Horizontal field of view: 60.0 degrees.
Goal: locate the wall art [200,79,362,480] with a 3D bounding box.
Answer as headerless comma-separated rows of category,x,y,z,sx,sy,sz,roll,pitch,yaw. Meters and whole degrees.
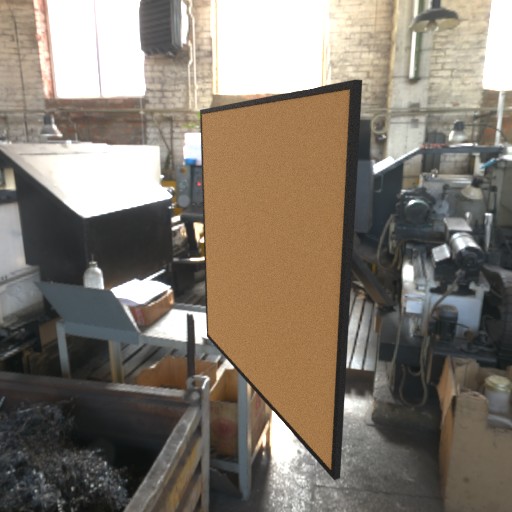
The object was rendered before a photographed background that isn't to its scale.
wall art,0.000,0.000,0.992,0.015,0.663,0.664,-7,16,-25
